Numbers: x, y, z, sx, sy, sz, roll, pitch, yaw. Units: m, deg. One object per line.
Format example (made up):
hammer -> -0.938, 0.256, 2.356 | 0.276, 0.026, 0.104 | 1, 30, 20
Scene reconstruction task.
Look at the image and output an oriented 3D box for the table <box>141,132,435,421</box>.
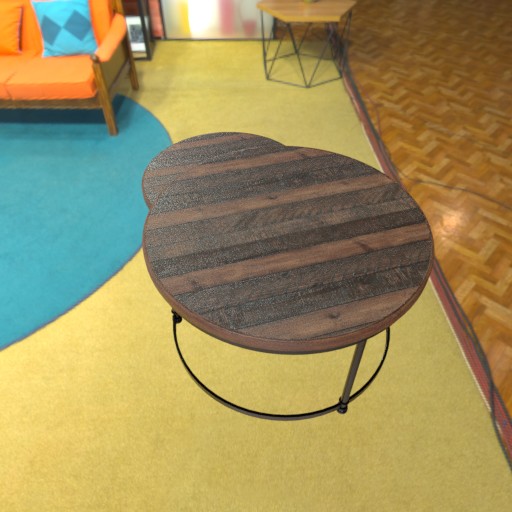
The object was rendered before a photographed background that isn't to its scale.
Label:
table -> 0.000, 0.000, 1.606 | 0.870, 0.516, 1.152 | -32, 54, -28
